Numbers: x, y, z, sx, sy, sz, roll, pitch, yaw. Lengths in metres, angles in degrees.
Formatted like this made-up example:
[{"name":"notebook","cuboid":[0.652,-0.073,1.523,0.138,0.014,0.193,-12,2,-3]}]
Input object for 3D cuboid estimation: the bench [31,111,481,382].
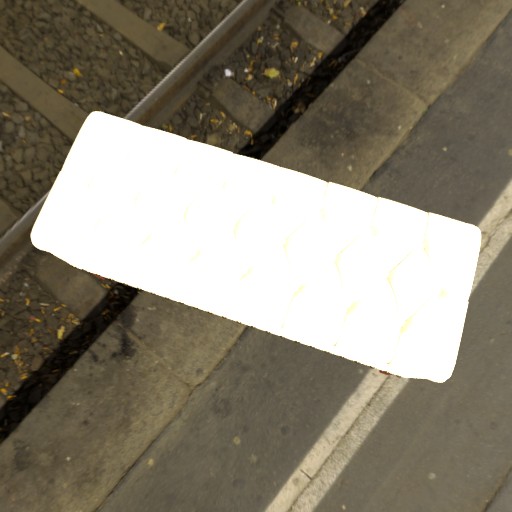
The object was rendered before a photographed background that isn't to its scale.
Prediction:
[{"name":"bench","cuboid":[0.000,0.000,1.285,1.054,0.470,0.400,18,76,5]}]
